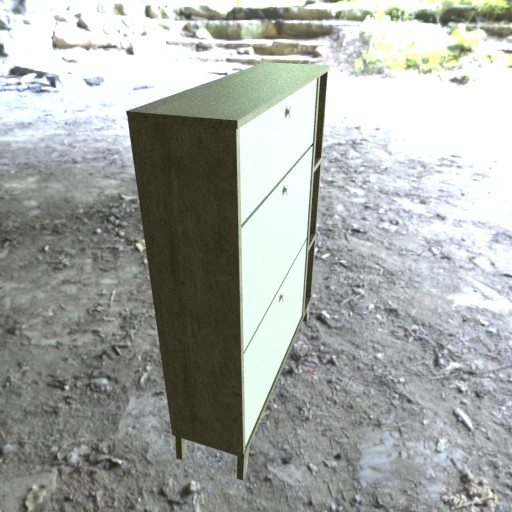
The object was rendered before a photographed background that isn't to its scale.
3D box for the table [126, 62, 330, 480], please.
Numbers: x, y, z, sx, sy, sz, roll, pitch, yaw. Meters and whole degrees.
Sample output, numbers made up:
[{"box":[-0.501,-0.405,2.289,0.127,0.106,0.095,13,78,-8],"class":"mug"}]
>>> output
[{"box":[0.000,0.000,1.538,0.256,1.135,0.902,10,31,17],"class":"table"}]
